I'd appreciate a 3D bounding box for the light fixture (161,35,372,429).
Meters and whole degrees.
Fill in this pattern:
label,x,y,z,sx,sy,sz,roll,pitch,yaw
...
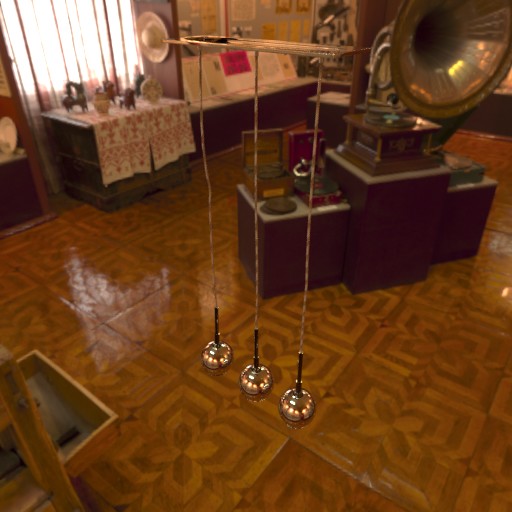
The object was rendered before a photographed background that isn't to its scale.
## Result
label,x,y,z,sx,sy,sz,roll,pitch,yaw
light fixture,0.000,0.000,1.619,0.623,1.408,0.188,23,38,33
